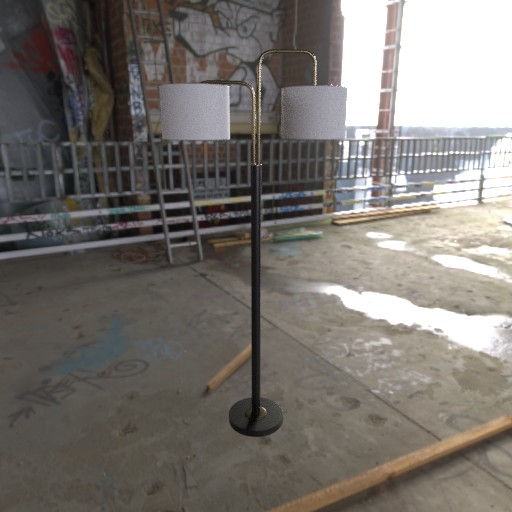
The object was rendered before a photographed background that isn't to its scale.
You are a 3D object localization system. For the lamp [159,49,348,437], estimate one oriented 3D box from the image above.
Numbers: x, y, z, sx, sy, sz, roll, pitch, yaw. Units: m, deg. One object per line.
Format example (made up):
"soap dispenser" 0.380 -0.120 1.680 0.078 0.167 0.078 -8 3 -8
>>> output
"lamp" 0.000 0.000 1.851 0.711 1.587 0.254 -3 17 -10
